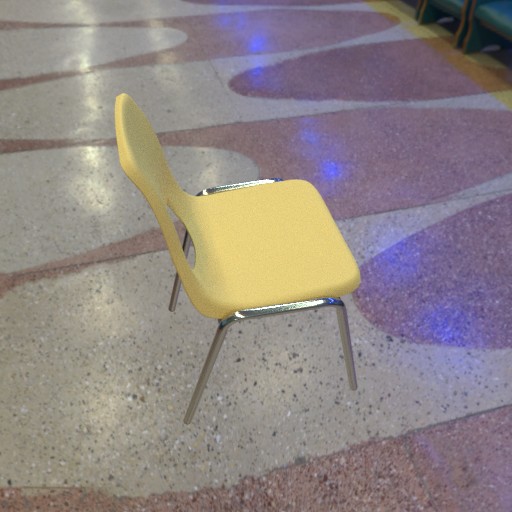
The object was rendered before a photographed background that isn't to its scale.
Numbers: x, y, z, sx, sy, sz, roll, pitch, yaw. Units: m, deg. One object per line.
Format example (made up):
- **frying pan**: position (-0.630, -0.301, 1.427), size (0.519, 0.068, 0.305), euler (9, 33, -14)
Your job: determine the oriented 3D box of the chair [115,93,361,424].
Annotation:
- **chair**: position (0.000, 0.000, 0.944), size (0.436, 0.704, 0.381), euler (-10, 48, -9)
